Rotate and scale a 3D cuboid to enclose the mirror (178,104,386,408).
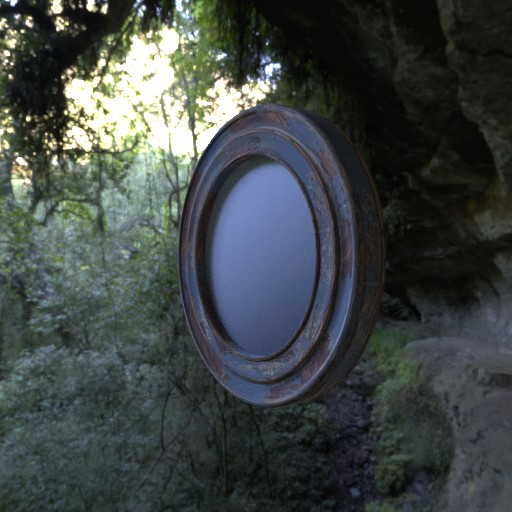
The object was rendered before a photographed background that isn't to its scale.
[{"bbox_3d":[0.000,0.000,0.893,0.061,0.585,0.585,0,0,-37],"label":"mirror"}]
